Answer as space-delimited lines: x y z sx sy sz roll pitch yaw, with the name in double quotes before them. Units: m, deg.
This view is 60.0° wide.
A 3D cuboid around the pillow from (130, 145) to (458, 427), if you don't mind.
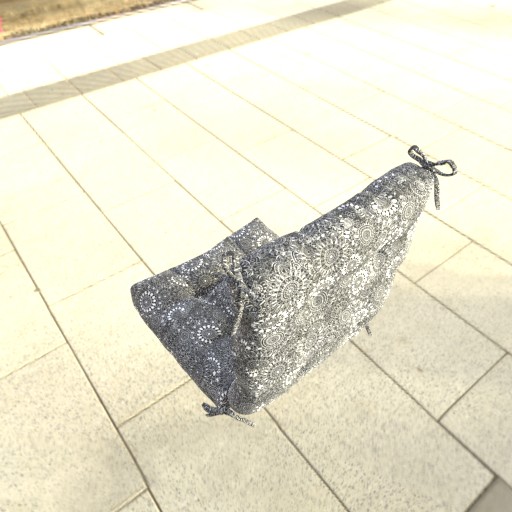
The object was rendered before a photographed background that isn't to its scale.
"pillow" 0.000 0.000 1.038 0.519 0.605 0.571 -31 54 -26
